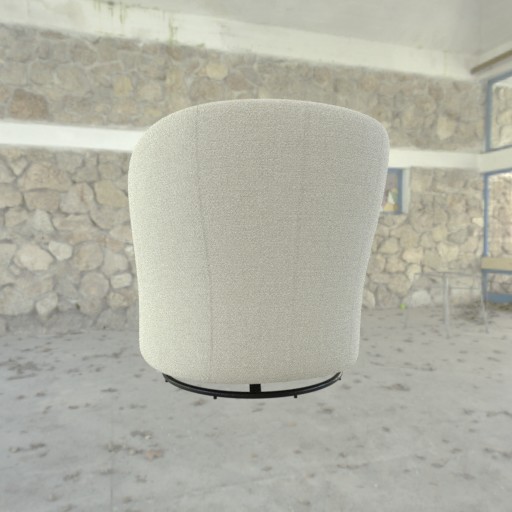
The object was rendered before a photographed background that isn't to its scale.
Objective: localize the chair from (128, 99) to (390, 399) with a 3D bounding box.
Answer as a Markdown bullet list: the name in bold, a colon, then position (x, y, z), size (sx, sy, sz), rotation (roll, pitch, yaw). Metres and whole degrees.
- **chair**: position (0.000, 0.000, 1.439), size (0.791, 0.771, 0.815), rotation (0, 2, -17)
